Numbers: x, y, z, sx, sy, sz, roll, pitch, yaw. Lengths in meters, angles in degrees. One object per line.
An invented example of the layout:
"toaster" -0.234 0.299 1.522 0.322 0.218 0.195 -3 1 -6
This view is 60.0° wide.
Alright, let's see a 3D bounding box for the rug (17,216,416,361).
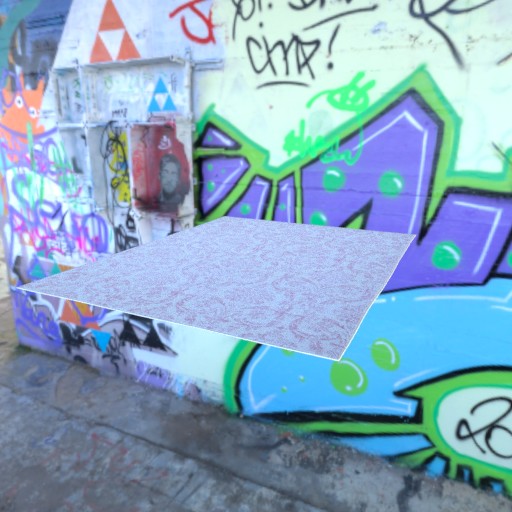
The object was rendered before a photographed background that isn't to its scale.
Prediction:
"rug" 0.000 0.000 3.960 2.363 0.012 2.980 8 18 25
